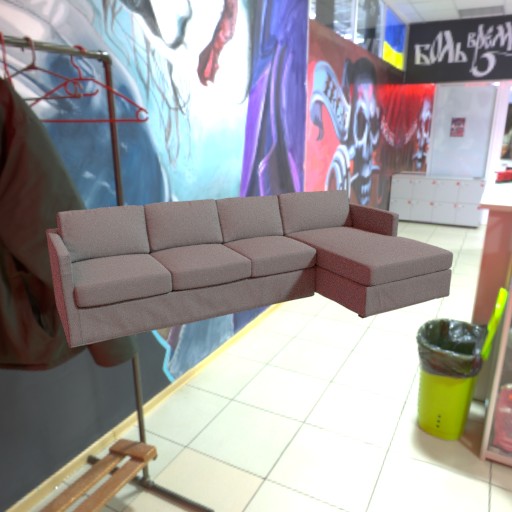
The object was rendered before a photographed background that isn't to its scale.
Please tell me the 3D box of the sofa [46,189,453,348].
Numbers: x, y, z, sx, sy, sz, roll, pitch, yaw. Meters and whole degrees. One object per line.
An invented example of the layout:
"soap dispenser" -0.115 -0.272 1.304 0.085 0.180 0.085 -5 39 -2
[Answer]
"sofa" 0.000 0.000 3.871 3.177 0.867 1.622 -9 18 -28
